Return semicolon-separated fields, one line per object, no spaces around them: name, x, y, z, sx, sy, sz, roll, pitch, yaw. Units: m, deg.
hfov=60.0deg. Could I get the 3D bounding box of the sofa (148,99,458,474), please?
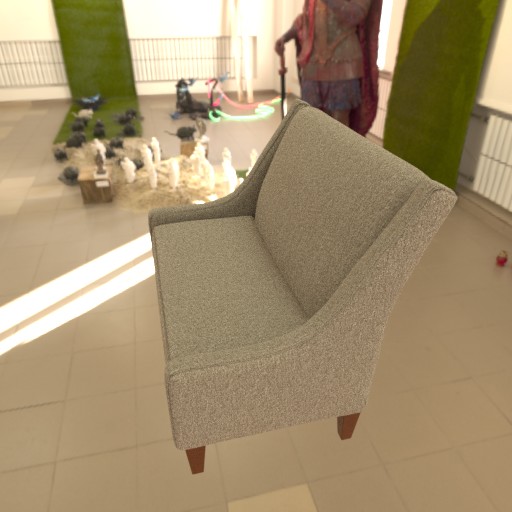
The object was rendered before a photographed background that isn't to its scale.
sofa;0.000;0.000;1.882;0.862;1.026;1.242;-7;31;-12
